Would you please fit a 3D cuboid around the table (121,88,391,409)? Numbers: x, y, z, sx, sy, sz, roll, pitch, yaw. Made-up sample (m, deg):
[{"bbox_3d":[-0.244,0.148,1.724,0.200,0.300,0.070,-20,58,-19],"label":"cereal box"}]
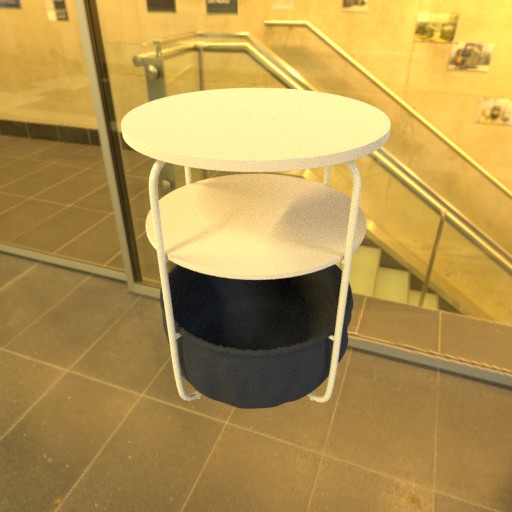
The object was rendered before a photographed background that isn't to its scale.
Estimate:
[{"bbox_3d":[0.000,0.000,0.850,0.418,0.532,0.418,1,32,1],"label":"table"}]
